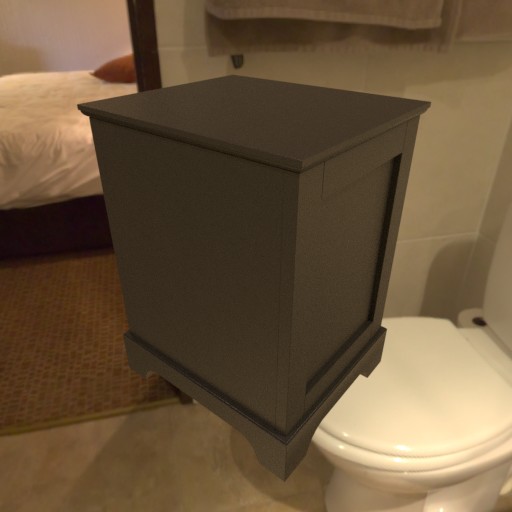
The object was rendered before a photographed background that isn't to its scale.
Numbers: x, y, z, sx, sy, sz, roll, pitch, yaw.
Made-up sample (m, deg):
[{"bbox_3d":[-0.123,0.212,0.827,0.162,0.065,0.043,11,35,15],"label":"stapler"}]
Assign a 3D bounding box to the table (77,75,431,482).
[{"bbox_3d":[0.000,0.000,0.914,0.460,0.610,0.399,23,38,33],"label":"table"}]
